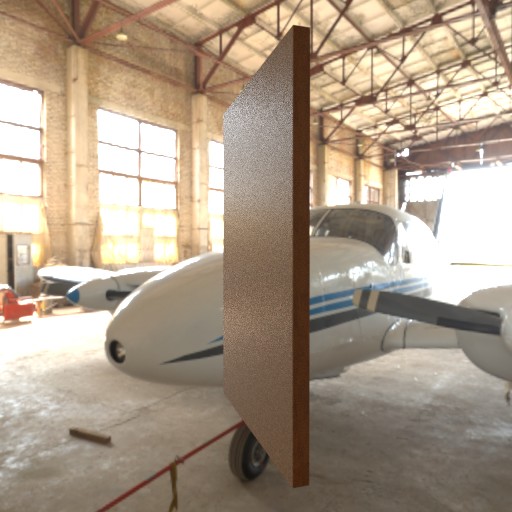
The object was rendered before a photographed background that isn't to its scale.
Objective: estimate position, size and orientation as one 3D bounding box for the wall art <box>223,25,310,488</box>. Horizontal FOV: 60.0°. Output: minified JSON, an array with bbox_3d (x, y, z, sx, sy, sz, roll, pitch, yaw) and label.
[{"bbox_3d":[0.000,0.000,1.170,0.037,0.914,0.610,0,1,-17],"label":"wall art"}]
